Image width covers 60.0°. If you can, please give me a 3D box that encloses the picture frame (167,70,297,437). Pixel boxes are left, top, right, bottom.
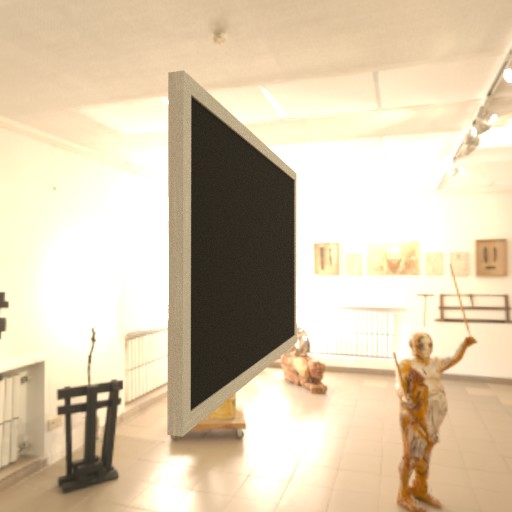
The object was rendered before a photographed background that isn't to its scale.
[{"bbox_3d":[0.000,0.000,1.230,0.029,0.640,0.950,0,-1,17],"label":"picture frame"}]
